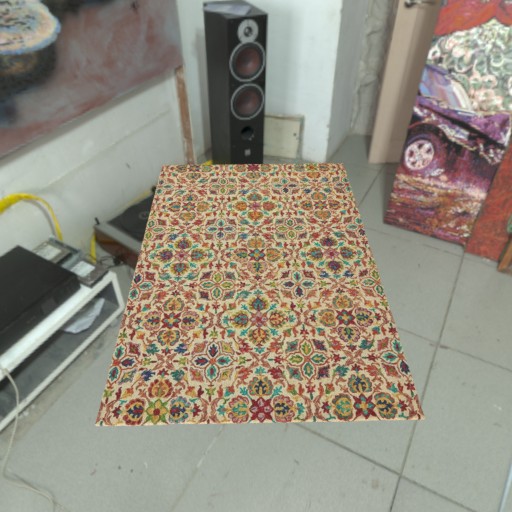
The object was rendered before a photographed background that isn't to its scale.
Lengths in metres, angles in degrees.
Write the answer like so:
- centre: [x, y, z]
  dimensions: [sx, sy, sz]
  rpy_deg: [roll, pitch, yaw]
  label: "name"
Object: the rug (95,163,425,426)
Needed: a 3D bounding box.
- centre: [0.000, 0.000, 2.320]
  dimensions: [1.226, 0.013, 1.838]
  rpy_deg: [-1, 42, -1]
  label: "rug"
